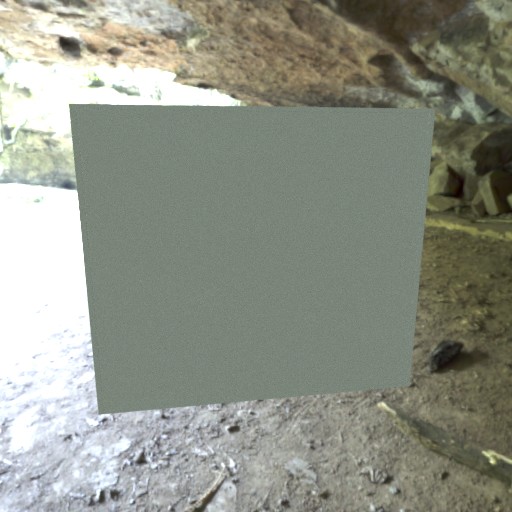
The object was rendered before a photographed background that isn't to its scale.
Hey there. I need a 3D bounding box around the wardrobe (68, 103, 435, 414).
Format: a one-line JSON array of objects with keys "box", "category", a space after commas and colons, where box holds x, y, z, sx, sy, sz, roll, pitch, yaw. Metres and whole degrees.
[{"box": [0.000, 0.000, 1.915, 1.340, 1.200, 0.360, -2, 14, -9], "category": "wardrobe"}]
